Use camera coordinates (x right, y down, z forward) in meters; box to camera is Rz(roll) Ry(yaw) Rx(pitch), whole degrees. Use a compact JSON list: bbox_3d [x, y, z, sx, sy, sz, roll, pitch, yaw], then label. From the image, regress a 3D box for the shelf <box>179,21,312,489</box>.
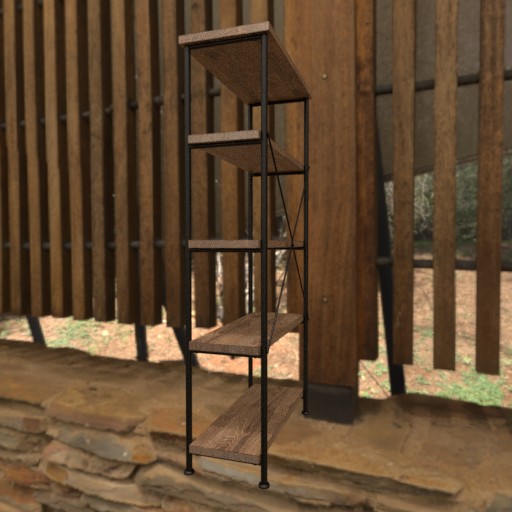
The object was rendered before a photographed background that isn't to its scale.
[{"bbox_3d":[0.000,0.000,2.040,0.360,1.700,0.800,1,2,18],"label":"shelf"}]
